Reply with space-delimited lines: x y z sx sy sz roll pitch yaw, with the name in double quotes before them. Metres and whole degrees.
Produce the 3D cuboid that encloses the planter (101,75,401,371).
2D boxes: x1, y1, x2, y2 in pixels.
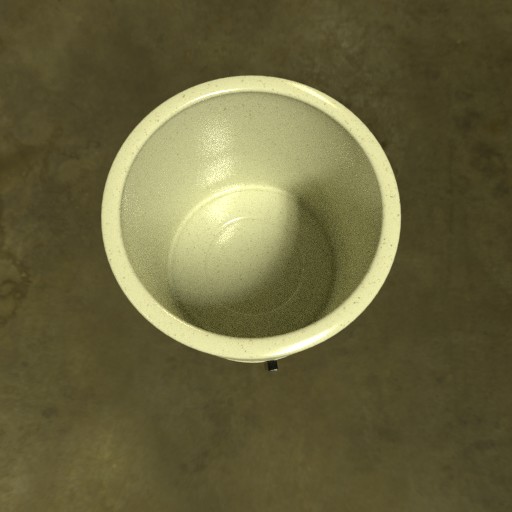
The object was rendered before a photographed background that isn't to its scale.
"planter" 0.000 0.000 0.336 0.159 0.230 0.152 -40 79 -9
